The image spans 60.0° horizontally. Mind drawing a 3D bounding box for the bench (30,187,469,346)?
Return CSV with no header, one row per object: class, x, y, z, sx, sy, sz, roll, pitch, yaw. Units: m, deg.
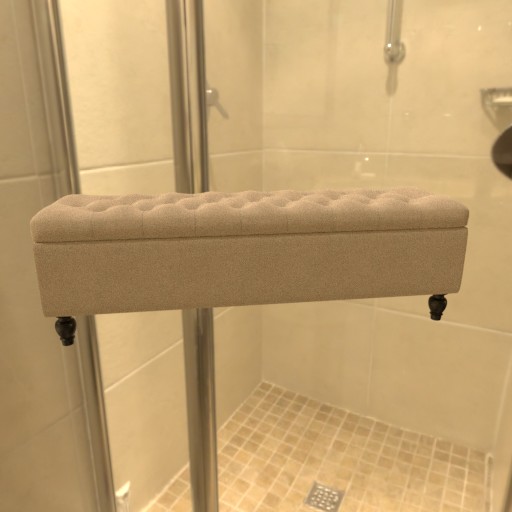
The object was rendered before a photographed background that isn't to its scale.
bench,0.000,0.000,1.712,1.480,0.467,0.455,-2,17,-8
